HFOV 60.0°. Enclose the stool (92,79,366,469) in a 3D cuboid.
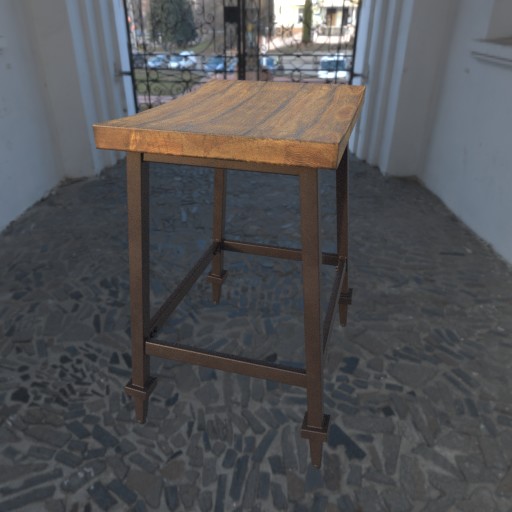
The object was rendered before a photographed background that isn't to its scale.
[{"bbox_3d":[0.000,0.000,0.933,0.405,0.625,0.486,8,30,14],"label":"stool"}]
